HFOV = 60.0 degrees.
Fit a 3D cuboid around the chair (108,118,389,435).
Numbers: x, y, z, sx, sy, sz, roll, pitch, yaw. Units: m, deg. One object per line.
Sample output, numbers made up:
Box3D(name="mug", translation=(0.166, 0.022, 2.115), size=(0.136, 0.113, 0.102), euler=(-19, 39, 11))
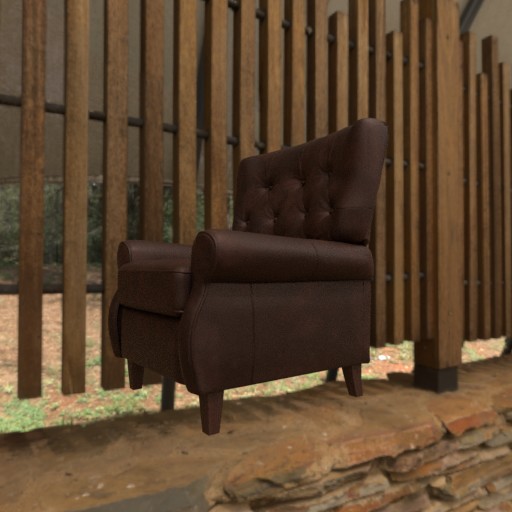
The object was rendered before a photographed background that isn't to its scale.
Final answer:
Box3D(name="chair", translation=(0.000, 0.000, 1.935), size=(1.058, 1.158, 0.948), euler=(1, -2, -36))
